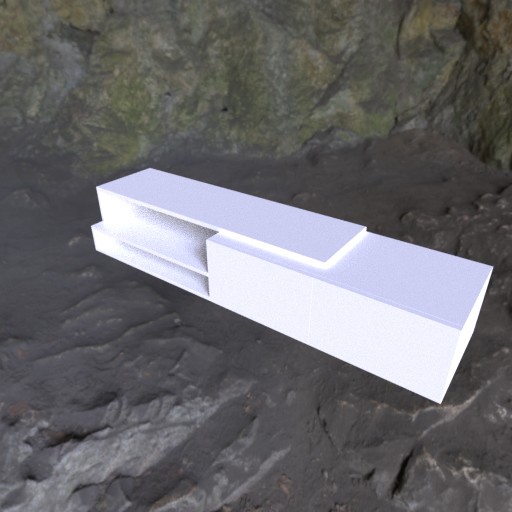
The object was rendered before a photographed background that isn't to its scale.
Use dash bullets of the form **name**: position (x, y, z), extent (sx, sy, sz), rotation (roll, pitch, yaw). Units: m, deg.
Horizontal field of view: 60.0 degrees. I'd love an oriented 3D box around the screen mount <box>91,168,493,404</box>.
- **screen mount**: position (0.000, 0.000, 1.850), extent (1.680, 0.320, 0.420), rotation (20, 35, 30)
